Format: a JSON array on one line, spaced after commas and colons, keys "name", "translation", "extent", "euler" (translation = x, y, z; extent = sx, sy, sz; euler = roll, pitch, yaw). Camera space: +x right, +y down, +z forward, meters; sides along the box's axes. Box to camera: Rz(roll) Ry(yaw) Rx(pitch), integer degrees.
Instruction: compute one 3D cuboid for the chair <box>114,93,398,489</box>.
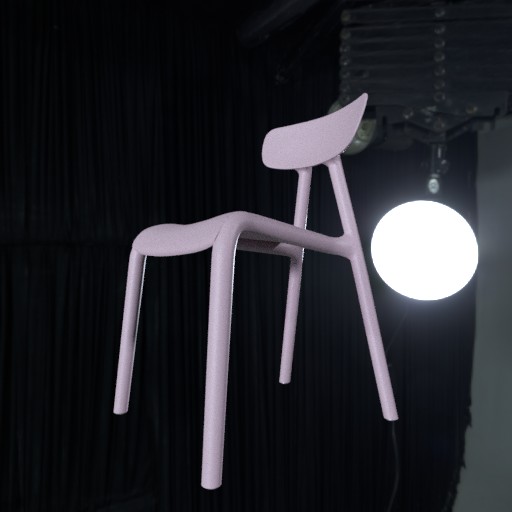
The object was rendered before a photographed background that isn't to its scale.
[{"name": "chair", "translation": [0.000, 0.000, 0.799], "extent": [0.401, 0.580, 0.356], "euler": [1, -1, -36]}]
